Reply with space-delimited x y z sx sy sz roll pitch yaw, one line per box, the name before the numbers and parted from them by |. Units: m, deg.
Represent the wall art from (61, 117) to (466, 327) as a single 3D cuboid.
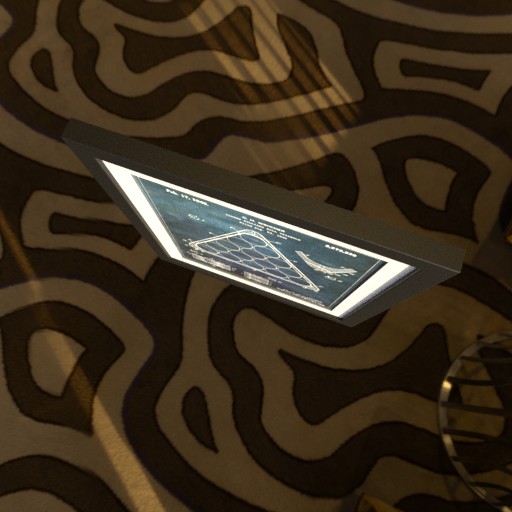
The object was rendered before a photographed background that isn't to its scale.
wall art | 0.000 0.000 0.699 0.432 0.508 0.025 19 76 5
